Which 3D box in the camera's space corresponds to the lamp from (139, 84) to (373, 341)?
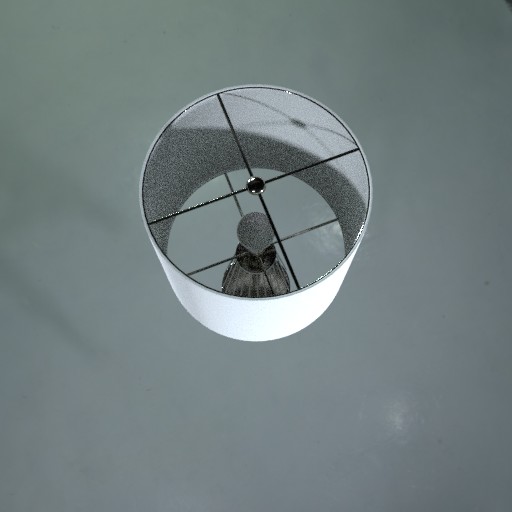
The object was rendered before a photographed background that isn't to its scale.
[{"bbox_3d":[0.000,0.000,0.784,0.303,0.618,0.303,0,75,0],"label":"lamp"}]
